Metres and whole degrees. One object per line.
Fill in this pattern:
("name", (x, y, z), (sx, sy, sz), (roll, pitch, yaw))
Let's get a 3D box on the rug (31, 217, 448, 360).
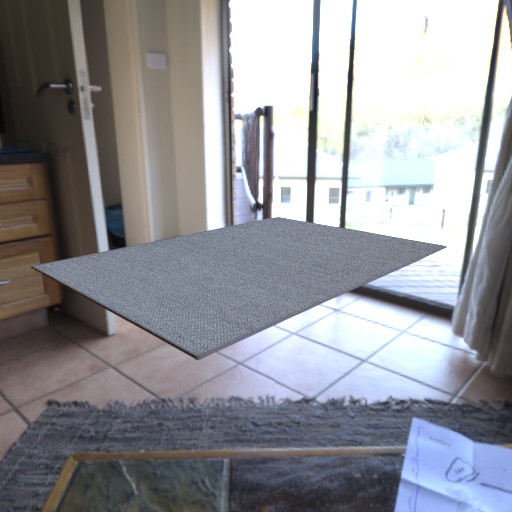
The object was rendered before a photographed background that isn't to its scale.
("rug", (0.000, 0.000, 2.728), (1.517, 0.013, 2.115), (15, 22, 42))
